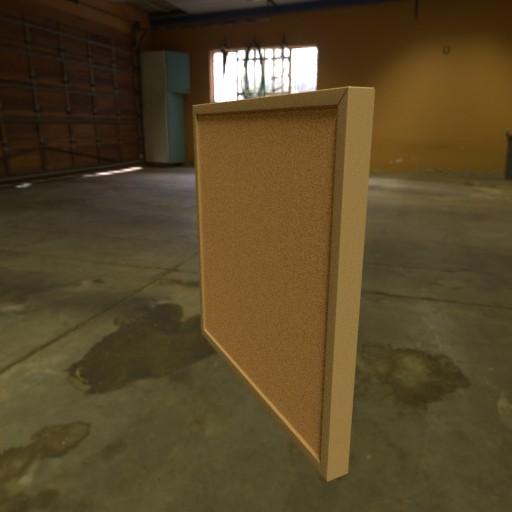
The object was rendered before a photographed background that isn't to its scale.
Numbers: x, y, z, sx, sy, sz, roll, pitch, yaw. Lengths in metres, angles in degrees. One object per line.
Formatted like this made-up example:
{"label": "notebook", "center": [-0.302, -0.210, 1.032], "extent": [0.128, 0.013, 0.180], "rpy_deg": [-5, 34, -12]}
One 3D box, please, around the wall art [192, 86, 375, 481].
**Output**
{"label": "wall art", "center": [0.000, 0.000, 0.762], "extent": [0.036, 0.509, 0.509], "rpy_deg": [-8, 18, -25]}
